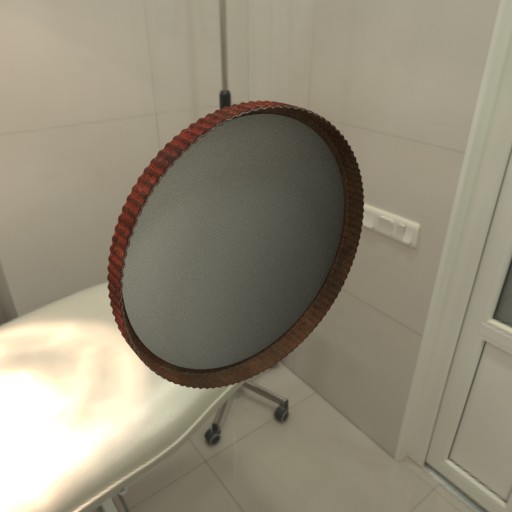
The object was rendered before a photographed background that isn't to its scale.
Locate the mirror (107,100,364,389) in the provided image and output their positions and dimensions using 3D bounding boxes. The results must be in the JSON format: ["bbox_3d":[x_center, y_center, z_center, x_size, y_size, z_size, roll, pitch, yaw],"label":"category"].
[{"bbox_3d":[0.000,0.000,0.922,0.609,0.609,0.056,-20,35,-32],"label":"mirror"}]
